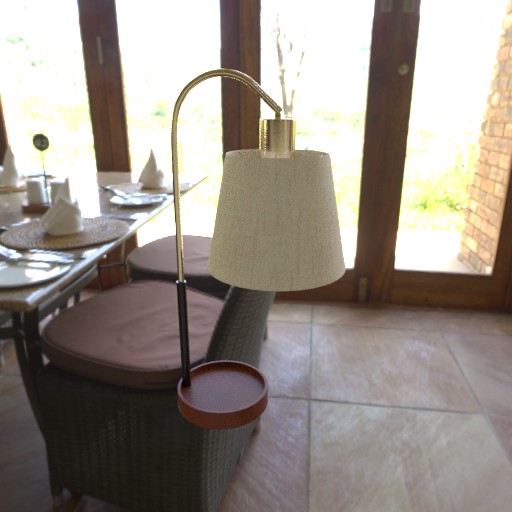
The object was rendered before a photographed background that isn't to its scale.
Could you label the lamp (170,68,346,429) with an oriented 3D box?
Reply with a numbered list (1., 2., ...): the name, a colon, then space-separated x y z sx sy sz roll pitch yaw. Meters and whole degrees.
1. lamp: 0.000 0.000 0.684 0.273 0.536 0.211 3 18 10
